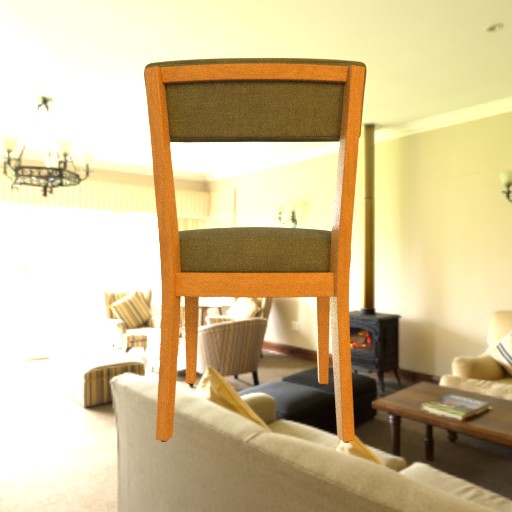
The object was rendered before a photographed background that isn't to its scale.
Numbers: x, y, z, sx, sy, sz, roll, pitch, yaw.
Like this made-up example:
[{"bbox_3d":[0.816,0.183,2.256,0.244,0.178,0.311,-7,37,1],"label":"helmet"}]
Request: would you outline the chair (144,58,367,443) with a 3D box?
[{"bbox_3d":[0.000,0.000,1.175,0.508,0.832,0.572,0,0,1],"label":"chair"}]
